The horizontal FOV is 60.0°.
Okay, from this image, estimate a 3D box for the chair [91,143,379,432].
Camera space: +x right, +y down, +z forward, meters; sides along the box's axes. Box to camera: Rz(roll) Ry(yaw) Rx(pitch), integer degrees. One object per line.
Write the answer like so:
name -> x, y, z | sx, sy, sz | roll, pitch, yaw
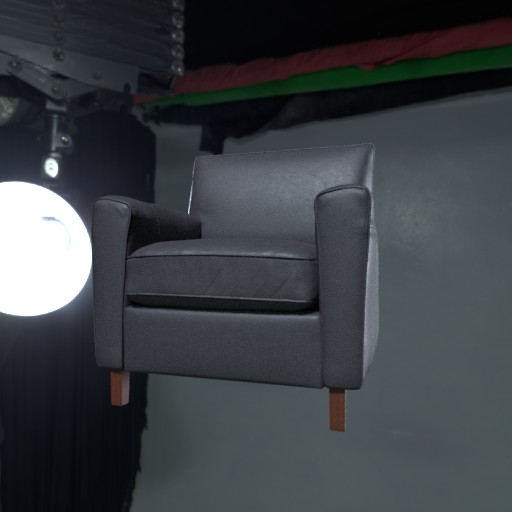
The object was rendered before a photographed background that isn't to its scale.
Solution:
chair -> 0.000, 0.000, 1.625 | 0.870, 0.943, 0.825 | 0, 0, 18
